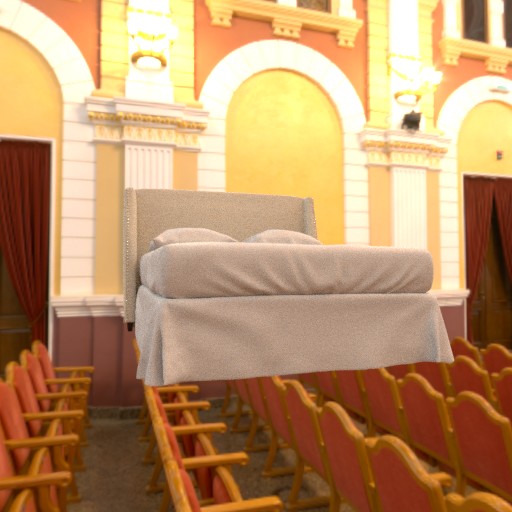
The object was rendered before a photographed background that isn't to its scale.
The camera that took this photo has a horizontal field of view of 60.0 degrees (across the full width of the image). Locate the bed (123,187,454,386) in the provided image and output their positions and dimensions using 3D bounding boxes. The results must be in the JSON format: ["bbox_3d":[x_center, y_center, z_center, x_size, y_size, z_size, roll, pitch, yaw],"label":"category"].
[{"bbox_3d":[0.000,0.000,3.405,1.925,1.332,2.276,0,-2,-18],"label":"bed"}]
